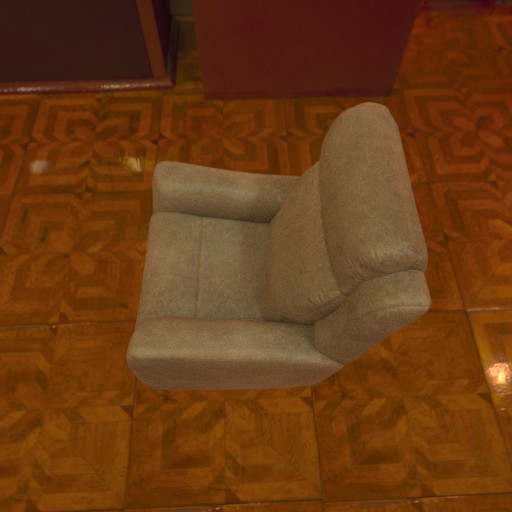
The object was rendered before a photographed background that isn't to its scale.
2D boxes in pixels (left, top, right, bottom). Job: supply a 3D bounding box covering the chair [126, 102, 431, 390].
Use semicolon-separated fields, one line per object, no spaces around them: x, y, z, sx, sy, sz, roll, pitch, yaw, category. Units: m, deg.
0.000;0.000;1.911;1.068;1.116;0.965;0;60;0;chair
